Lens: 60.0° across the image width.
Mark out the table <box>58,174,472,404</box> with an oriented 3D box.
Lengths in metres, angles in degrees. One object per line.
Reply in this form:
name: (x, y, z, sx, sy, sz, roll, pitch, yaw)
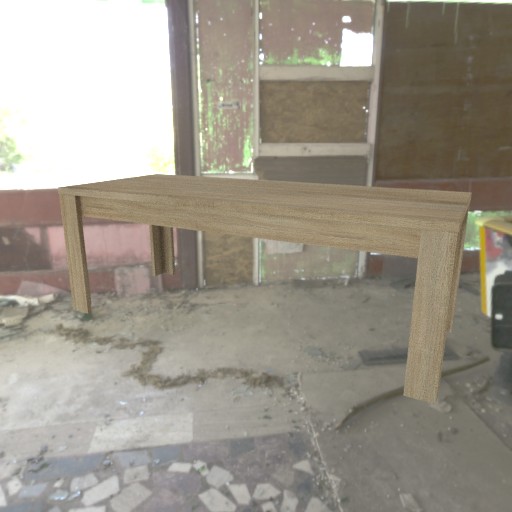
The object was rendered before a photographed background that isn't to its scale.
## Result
table: (0.000, 0.000, 2.647, 2.200, 0.790, 0.900, 8, 18, 26)
